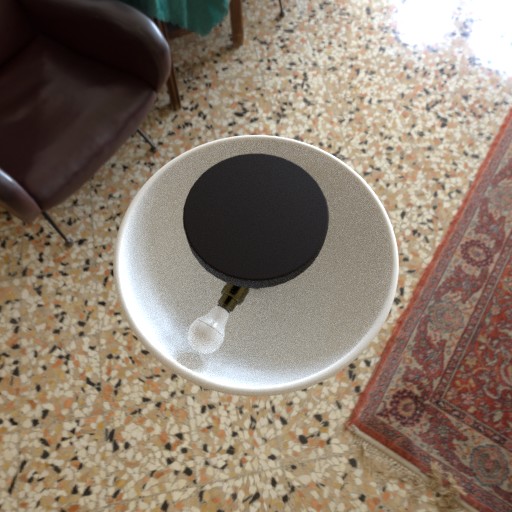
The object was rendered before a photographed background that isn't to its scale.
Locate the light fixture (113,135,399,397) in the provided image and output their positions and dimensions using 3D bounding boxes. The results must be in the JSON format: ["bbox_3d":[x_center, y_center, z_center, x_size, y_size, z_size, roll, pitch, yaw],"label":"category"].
[{"bbox_3d":[0.000,0.000,0.537,0.331,0.212,0.331,0,66,0],"label":"light fixture"}]
